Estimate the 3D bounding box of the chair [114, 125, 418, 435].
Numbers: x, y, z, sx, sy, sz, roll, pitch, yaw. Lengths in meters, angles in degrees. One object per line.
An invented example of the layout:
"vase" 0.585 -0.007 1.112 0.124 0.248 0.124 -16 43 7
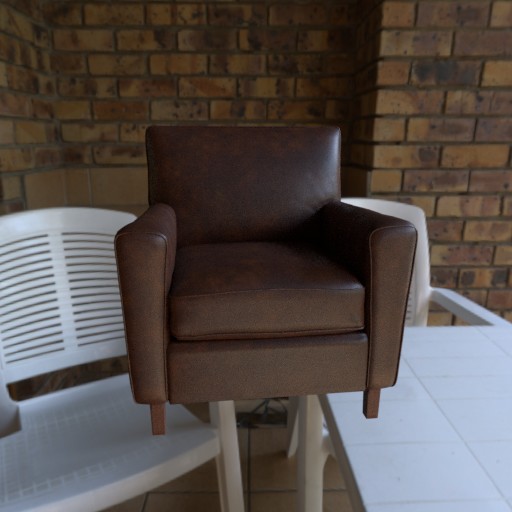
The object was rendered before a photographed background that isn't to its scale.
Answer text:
"chair" 0.000 0.000 1.635 0.870 0.943 0.823 -2 15 -7
